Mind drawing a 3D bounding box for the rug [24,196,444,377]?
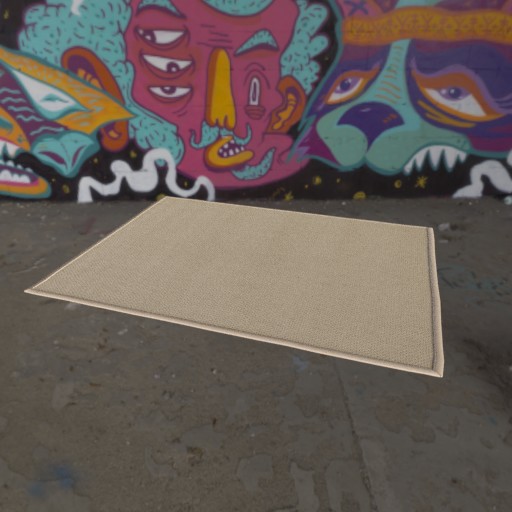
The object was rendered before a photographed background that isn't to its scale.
[{"bbox_3d":[0.000,0.000,2.686,2.081,0.020,1.525,9,29,16],"label":"rug"}]
